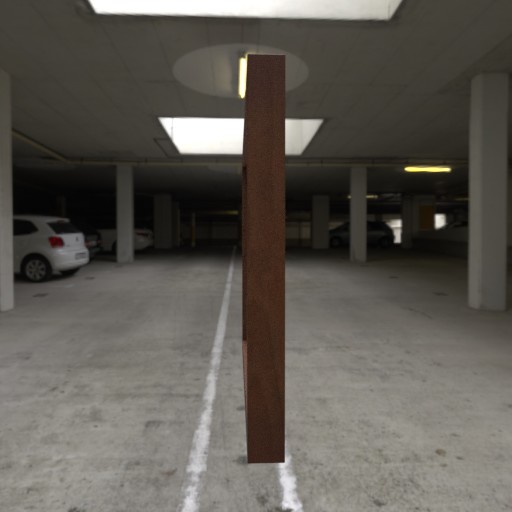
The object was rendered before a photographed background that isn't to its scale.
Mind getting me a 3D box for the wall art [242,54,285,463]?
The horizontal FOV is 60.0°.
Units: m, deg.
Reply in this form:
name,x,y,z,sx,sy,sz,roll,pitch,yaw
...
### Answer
name,x,y,z,sx,sy,sz,roll,pitch,yaw
wall art,0.000,0.000,0.556,0.030,0.328,0.401,0,1,-2
